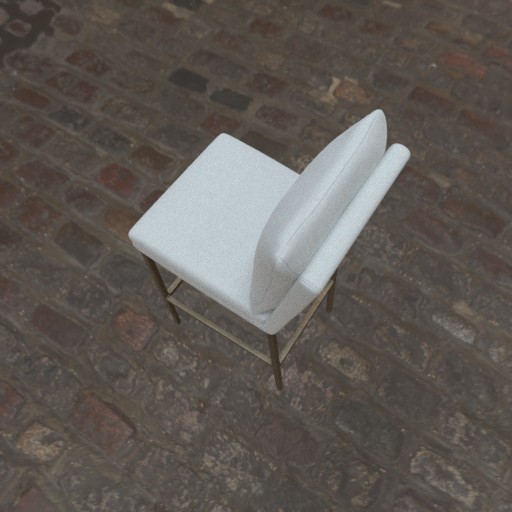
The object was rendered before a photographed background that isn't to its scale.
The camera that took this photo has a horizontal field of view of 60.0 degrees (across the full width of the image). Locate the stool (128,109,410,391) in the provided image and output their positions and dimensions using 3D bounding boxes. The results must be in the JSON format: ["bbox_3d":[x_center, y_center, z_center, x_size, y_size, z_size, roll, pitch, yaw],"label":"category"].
[{"bbox_3d":[0.000,0.000,1.432,0.572,1.125,0.463,31,67,15],"label":"stool"}]
